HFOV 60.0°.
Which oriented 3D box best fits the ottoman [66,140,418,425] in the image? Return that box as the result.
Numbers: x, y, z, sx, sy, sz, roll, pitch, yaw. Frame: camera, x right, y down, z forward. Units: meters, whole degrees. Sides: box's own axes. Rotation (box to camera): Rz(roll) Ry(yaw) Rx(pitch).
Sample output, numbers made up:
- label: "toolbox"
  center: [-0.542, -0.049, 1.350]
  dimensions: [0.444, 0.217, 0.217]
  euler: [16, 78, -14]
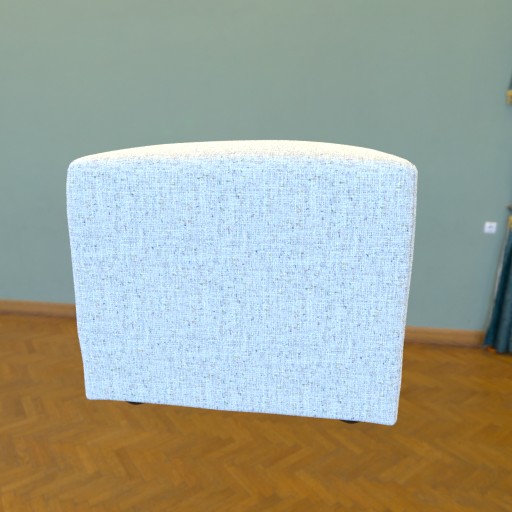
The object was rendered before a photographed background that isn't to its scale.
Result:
- label: "ottoman"
  center: [0.000, 0.000, 0.896]
  dimensions: [0.512, 0.453, 0.521]
  euler: [2, 15, 8]
